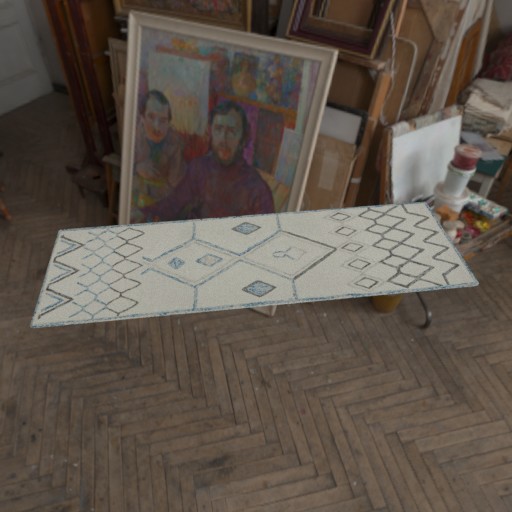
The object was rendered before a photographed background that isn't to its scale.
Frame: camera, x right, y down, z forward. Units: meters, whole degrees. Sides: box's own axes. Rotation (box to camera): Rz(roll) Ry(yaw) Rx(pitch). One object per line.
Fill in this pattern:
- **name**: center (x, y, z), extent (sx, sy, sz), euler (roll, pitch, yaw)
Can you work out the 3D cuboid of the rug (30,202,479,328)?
- **rug**: center (0.000, 0.000, 2.658), extent (2.434, 0.013, 0.770), euler (-5, 44, -5)
